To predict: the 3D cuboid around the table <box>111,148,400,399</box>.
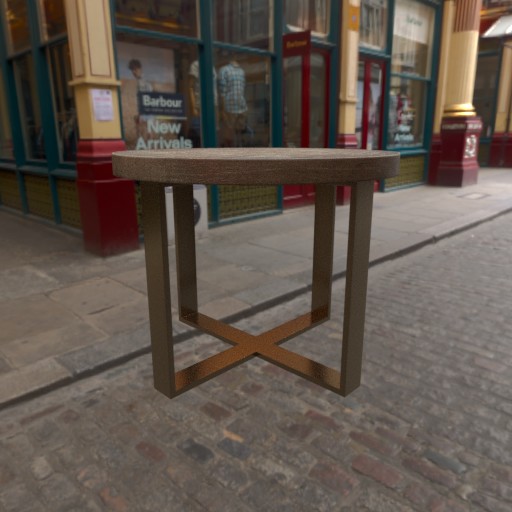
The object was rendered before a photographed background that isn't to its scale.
[{"bbox_3d":[0.000,0.000,0.953,0.557,0.437,0.557,0,15,0],"label":"table"}]
